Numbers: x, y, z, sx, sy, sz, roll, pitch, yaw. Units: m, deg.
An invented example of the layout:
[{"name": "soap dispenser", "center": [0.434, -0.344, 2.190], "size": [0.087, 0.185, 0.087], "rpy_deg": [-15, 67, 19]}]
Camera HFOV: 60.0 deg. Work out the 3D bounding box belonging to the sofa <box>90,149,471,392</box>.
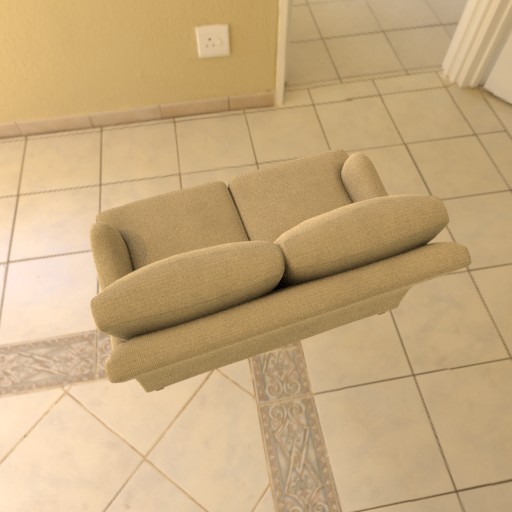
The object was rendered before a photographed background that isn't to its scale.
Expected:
[{"name": "sofa", "center": [0.000, 0.000, 2.197], "size": [1.480, 0.999, 1.087], "rpy_deg": [-17, 60, -10]}]
